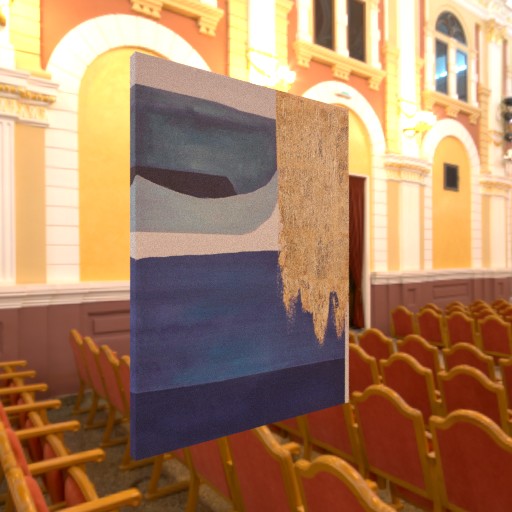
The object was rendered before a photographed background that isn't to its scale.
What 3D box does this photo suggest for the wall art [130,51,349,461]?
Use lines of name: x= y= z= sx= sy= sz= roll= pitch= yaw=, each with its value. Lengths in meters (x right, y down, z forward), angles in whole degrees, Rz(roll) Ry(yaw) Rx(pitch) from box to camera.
wall art: x=0.000 y=0.000 z=0.805 sx=0.458 sy=0.613 sz=0.026 roll=0 pitch=0 yaw=-35
